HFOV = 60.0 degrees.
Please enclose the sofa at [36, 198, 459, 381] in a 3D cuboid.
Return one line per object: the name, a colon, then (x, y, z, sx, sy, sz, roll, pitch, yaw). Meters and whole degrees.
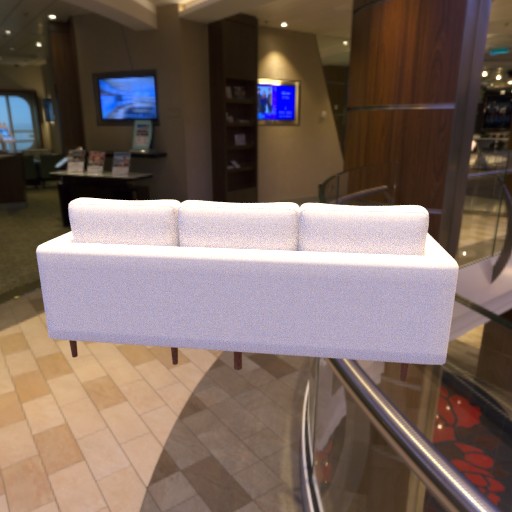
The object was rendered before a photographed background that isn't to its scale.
sofa: (0.000, 0.000, 2.876, 2.029, 0.899, 1.580, 2, 17, 7)
